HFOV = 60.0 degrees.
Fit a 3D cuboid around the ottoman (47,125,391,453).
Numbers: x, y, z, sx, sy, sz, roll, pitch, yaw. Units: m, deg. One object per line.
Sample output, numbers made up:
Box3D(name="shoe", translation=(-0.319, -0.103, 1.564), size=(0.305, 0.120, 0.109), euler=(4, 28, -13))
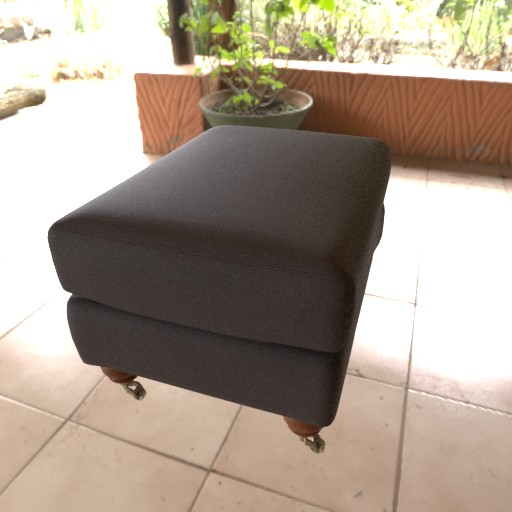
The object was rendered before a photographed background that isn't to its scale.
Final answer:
Box3D(name="ottoman", translation=(0.000, 0.000, 1.113), size=(0.574, 0.497, 0.773), euler=(10, 32, 16))
